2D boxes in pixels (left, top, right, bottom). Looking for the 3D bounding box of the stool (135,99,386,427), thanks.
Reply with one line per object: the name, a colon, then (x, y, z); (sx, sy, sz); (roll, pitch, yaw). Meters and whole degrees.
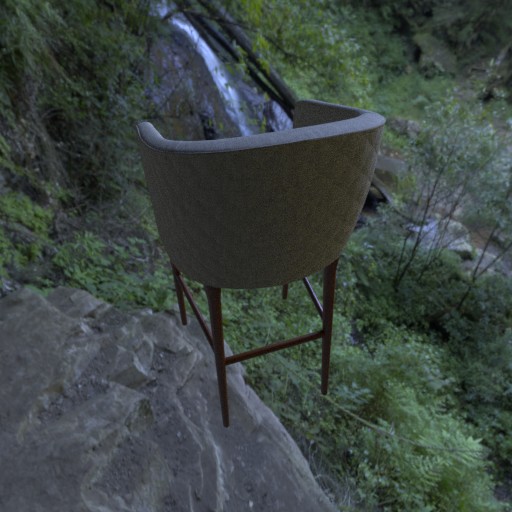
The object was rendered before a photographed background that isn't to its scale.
stool: (0.000, 0.000, 1.384); (0.559, 1.078, 0.607); (-13, 43, -14)
